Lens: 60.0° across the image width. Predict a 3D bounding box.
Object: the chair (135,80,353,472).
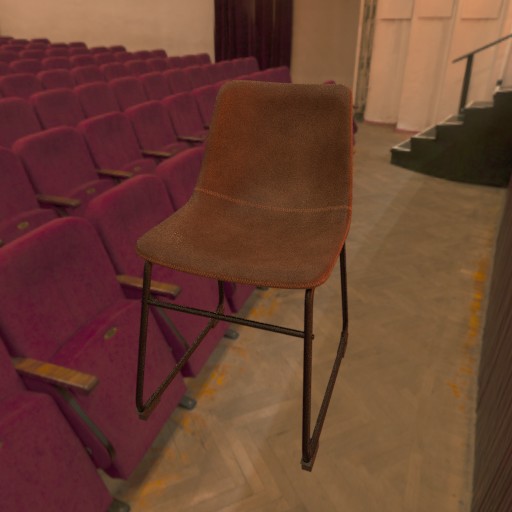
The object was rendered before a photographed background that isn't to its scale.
[{"bbox_3d":[0.000,0.000,1.123,0.460,0.780,0.551,9,29,18],"label":"chair"}]
